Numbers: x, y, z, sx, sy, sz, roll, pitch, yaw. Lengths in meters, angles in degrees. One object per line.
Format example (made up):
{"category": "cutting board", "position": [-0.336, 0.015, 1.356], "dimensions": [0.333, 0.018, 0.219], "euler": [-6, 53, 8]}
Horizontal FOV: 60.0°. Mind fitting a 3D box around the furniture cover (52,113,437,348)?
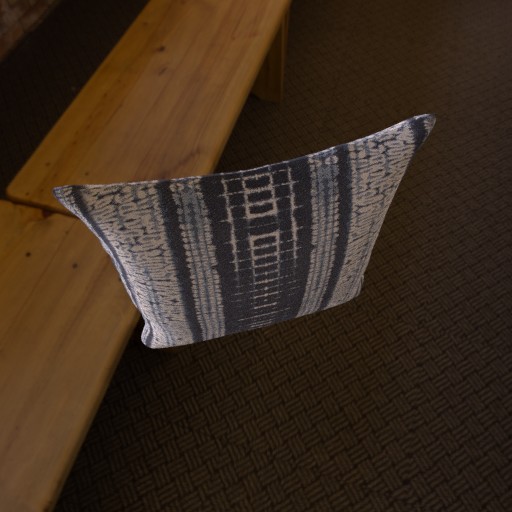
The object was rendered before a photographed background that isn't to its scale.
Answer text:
{"category": "furniture cover", "position": [0.000, 0.000, 0.655], "dimensions": [0.425, 0.435, 0.133], "euler": [-13, 60, -8]}
